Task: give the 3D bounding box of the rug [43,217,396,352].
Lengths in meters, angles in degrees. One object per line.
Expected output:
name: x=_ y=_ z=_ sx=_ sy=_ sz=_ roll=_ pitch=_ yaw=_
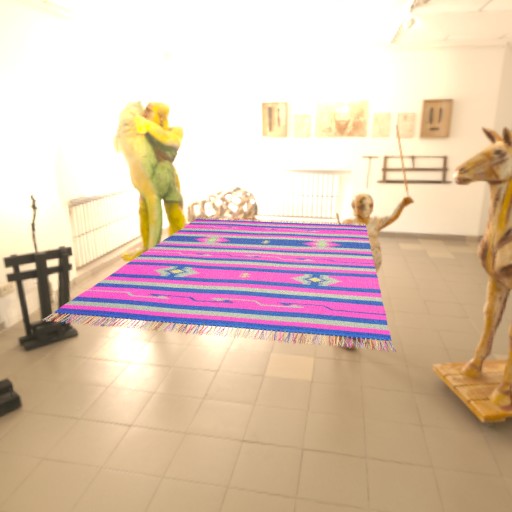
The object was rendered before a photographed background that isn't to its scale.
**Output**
rug: x=0.000 y=0.000 z=2.942 sx=1.539 sy=0.013 sz=2.350 roll=3 pitch=17 yaw=10
